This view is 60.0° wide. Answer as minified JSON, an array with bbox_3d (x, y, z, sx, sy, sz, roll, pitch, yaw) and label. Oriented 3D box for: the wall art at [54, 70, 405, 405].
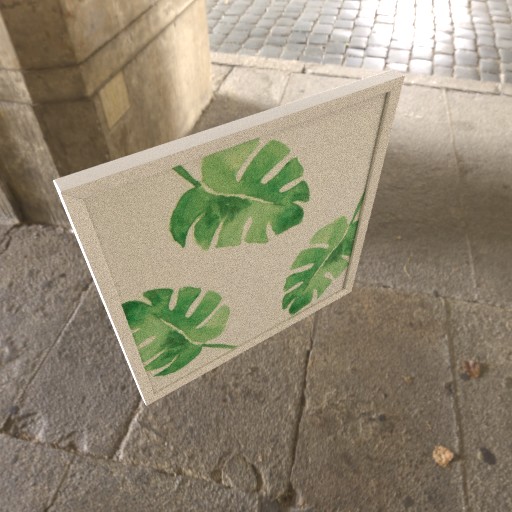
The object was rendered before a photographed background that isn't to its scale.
[{"bbox_3d":[0.000,0.000,1.129,0.762,0.762,0.040,-25,51,-22],"label":"wall art"}]
